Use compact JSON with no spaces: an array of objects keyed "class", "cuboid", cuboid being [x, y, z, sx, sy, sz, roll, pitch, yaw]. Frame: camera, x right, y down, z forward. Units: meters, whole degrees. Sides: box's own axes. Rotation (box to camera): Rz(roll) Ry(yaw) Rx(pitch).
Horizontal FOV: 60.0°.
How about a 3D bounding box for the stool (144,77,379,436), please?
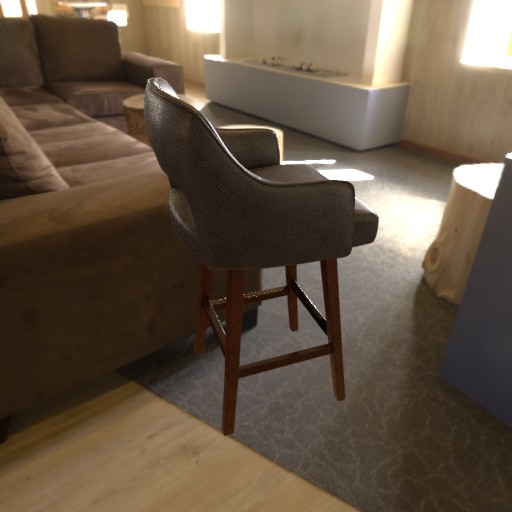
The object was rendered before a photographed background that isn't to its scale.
[{"class":"stool","cuboid":[0.000,0.000,1.384,0.560,1.041,0.550,-10,32,-17]}]
